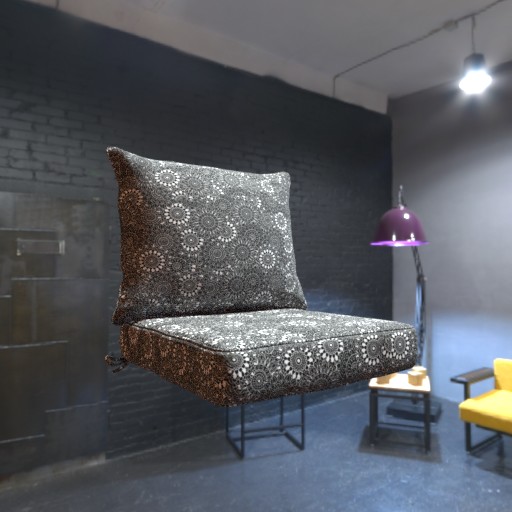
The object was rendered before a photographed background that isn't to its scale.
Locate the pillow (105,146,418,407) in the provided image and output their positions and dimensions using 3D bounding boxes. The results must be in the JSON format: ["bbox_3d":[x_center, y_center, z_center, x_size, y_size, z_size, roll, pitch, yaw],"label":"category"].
[{"bbox_3d":[0.000,0.000,1.413,0.798,0.722,0.740,1,-2,-35],"label":"pillow"}]
